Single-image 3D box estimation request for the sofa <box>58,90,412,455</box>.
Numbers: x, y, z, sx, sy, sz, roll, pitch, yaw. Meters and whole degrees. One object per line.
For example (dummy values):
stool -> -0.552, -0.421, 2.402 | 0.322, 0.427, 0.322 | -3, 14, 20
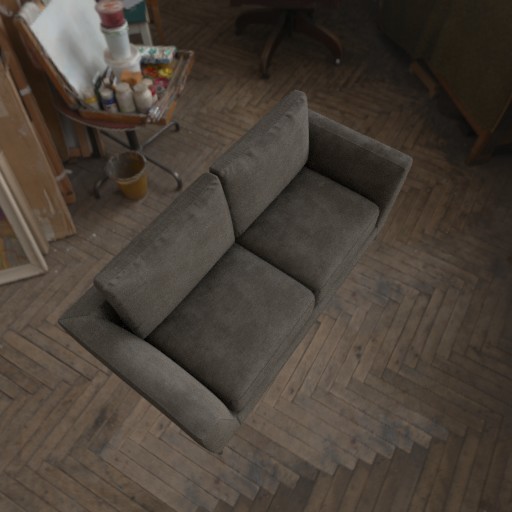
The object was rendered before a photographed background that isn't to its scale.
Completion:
sofa -> 0.000, 0.000, 2.397 | 0.855, 1.013, 1.832 | 32, 63, 18
